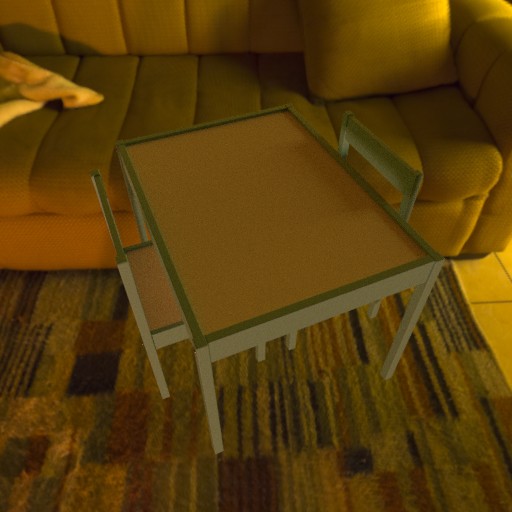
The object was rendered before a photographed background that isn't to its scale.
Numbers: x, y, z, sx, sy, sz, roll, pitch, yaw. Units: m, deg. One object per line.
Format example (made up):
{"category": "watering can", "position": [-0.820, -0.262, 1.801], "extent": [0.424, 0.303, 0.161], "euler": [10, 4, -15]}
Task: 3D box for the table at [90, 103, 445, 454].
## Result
{"category": "table", "position": [0.000, 0.000, 1.098], "extent": [0.633, 0.503, 0.639], "euler": [-18, 49, -16]}
